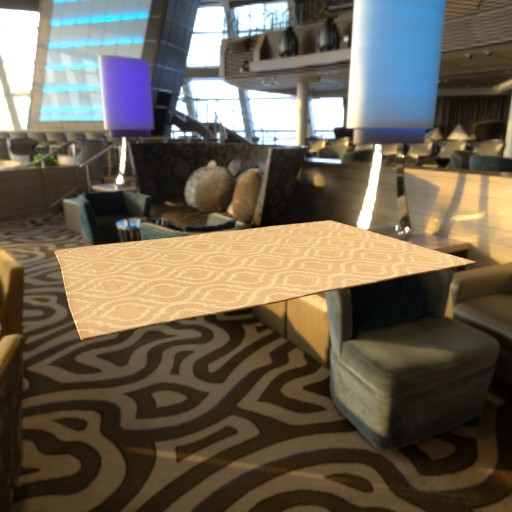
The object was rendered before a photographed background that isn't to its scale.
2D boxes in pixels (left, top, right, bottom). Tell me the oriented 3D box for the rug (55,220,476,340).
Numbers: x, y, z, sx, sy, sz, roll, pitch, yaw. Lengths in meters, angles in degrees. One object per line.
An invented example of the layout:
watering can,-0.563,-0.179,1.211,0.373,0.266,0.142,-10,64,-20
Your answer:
rug,0.000,0.000,2.182,1.761,0.013,1.152,-8,18,-26
